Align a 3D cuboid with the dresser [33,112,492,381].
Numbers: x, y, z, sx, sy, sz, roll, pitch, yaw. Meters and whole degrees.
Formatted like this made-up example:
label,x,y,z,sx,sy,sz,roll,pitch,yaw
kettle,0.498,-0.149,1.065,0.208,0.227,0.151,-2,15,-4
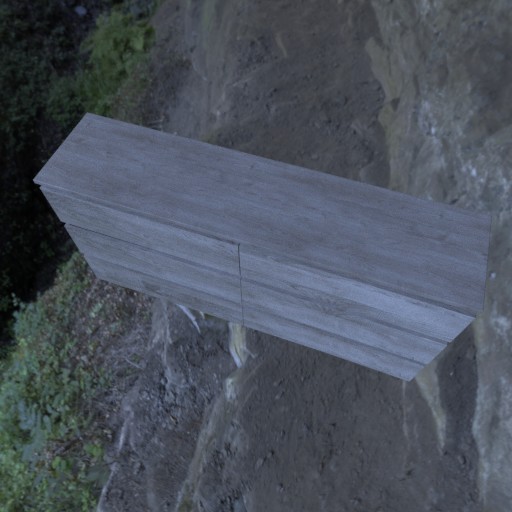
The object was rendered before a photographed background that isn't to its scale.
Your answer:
label,x,y,z,sx,sy,sz,roll,pitch,yaw
dresser,0.000,0.000,1.908,1.590,0.795,0.390,16,60,10
